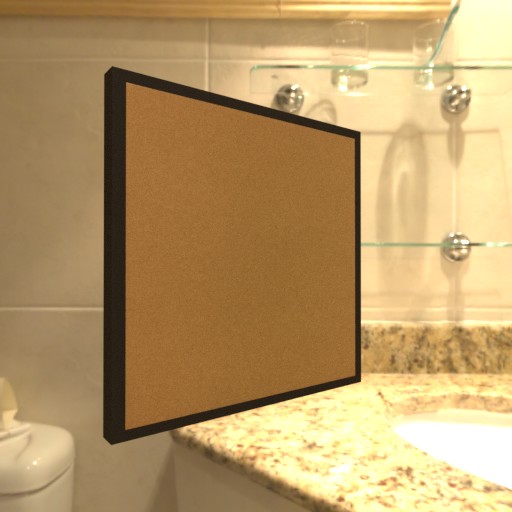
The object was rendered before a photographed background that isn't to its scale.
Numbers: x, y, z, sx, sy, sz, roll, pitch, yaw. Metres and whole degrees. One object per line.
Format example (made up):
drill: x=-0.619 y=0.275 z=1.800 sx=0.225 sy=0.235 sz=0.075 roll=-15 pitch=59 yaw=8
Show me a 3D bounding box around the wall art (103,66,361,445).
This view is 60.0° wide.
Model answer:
wall art: x=0.000 y=0.000 z=0.759 sx=0.508 sy=0.507 sz=0.033 roll=0 pitch=-1 yaw=-37
